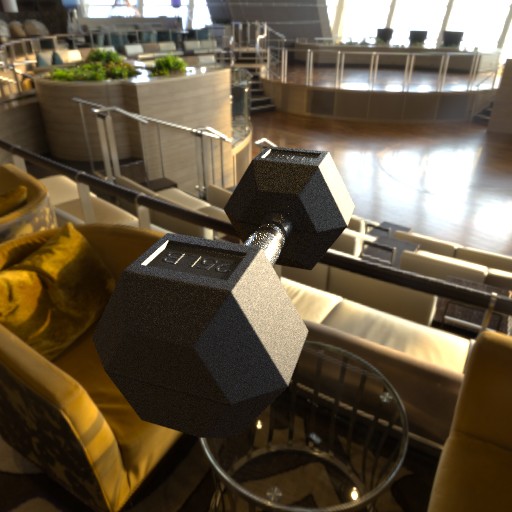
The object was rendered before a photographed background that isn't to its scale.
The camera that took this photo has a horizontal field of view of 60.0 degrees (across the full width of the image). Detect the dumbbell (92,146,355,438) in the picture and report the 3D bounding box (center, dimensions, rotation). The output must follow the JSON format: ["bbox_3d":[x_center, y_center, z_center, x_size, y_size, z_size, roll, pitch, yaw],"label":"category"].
[{"bbox_3d":[0.000,0.000,0.376,0.129,0.113,0.315,9,31,16],"label":"dumbbell"}]
